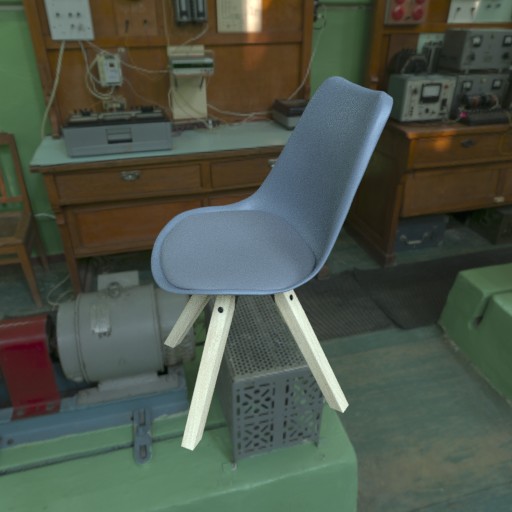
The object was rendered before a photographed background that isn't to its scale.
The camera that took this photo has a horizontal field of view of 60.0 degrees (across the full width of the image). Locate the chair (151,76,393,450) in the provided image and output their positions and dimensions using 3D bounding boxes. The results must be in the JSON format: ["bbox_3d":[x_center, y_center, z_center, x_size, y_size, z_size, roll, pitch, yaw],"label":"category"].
[{"bbox_3d":[0.000,0.000,1.188,0.550,0.850,0.485,-8,31,-14],"label":"chair"}]
